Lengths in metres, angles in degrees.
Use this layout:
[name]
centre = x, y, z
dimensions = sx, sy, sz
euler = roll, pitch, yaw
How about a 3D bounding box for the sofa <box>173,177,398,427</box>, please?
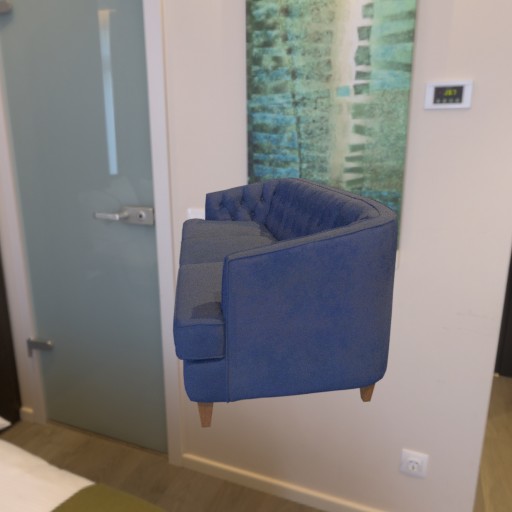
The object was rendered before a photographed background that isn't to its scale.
[sofa]
centre = 0.000, 0.000, 2.741
dimensions = 0.941, 0.855, 2.278
euler = -2, 14, -8
